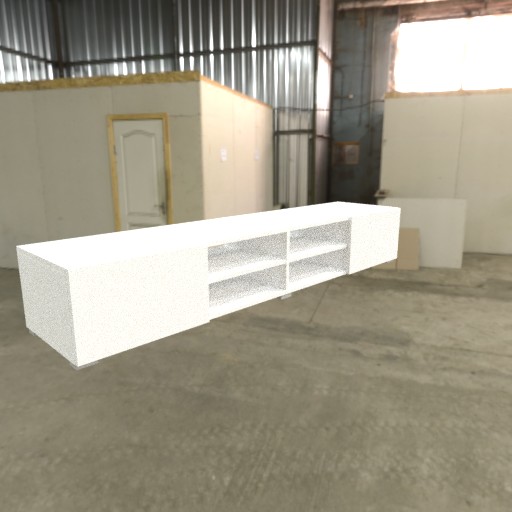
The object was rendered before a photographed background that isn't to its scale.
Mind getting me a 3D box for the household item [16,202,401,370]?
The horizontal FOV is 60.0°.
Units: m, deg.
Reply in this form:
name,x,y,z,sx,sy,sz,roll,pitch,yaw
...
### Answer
name,x,y,z,sx,sy,sz,roll,pitch,yaw
household item,0.000,0.000,2.011,1.850,0.310,0.420,-13,19,-43
